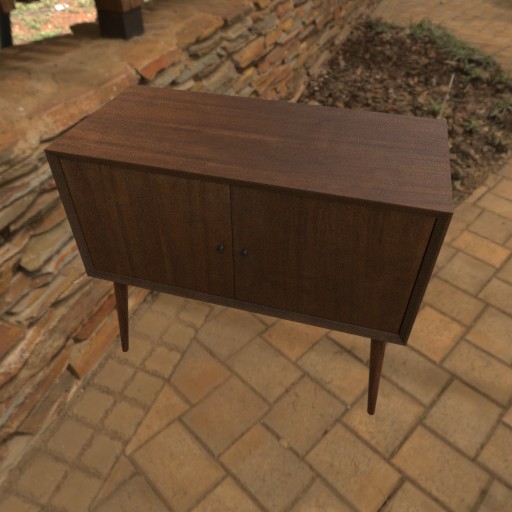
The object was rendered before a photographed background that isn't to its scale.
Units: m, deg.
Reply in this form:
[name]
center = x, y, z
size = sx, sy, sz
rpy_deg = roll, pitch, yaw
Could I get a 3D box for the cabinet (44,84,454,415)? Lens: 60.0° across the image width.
[cabinet]
center = 0.000, 0.000, 1.110
size = 0.743, 0.654, 0.354
rpy_deg = 11, 42, 12
